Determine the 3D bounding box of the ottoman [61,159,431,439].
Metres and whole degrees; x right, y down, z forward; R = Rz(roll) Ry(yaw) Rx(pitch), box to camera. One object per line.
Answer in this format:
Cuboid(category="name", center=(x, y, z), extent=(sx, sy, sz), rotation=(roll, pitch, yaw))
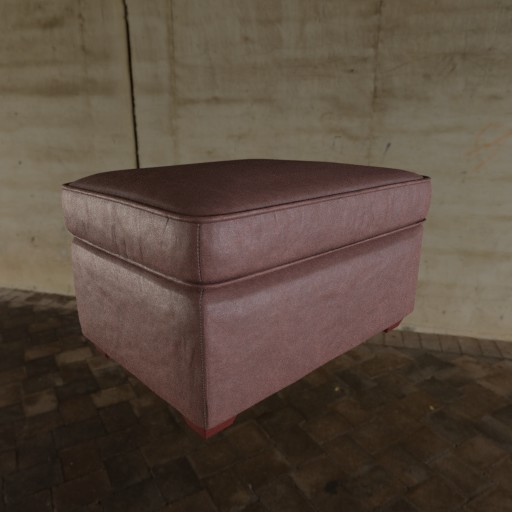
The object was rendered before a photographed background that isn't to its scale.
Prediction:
Cuboid(category="ottoman", center=(0.000, 0.000, 1.087), extent=(0.749, 0.449, 0.548), rotation=(-15, 23, -41))
